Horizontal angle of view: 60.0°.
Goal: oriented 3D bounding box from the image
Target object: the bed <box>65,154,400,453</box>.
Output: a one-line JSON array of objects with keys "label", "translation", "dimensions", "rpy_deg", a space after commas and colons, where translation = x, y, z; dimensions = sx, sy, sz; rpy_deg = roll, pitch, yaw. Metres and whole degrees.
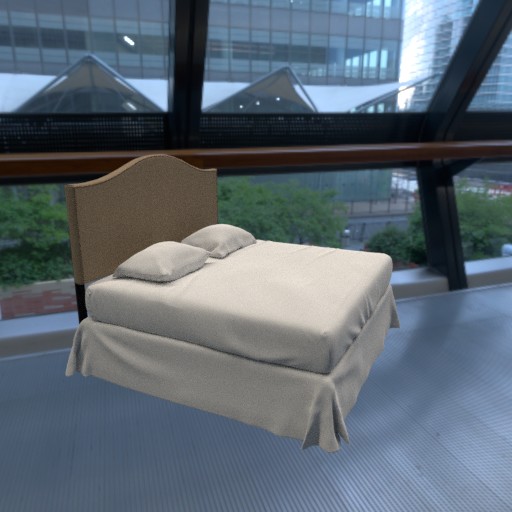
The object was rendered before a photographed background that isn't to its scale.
[{"label": "bed", "translation": [0.000, 0.000, 3.756], "dimensions": [2.222, 1.651, 2.311], "rpy_deg": [7, 16, 25]}]
